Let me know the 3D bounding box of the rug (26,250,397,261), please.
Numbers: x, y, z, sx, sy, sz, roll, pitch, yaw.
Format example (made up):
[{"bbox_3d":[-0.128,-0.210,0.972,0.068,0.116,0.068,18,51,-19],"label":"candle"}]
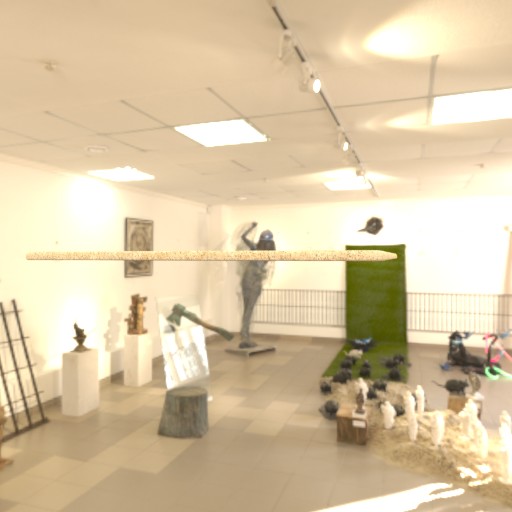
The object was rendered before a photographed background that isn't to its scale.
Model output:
[{"bbox_3d":[0.000,0.000,3.400,2.009,0.048,2.528,0,0,19],"label":"rug"}]
